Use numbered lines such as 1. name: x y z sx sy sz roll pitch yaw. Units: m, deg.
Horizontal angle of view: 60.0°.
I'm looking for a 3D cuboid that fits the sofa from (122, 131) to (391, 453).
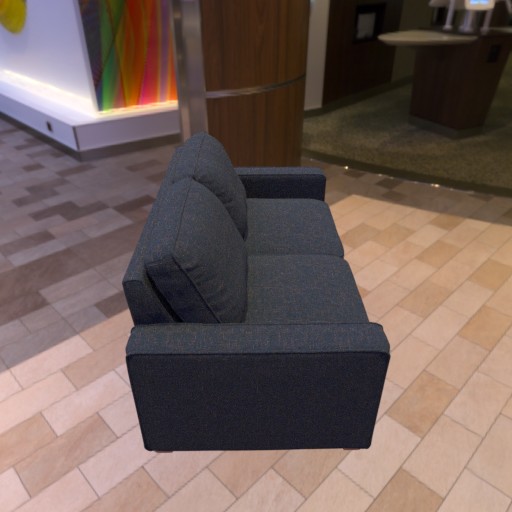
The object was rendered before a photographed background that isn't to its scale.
1. sofa: 0.000 0.000 2.290 0.947 0.918 1.709 -1 33 -1
